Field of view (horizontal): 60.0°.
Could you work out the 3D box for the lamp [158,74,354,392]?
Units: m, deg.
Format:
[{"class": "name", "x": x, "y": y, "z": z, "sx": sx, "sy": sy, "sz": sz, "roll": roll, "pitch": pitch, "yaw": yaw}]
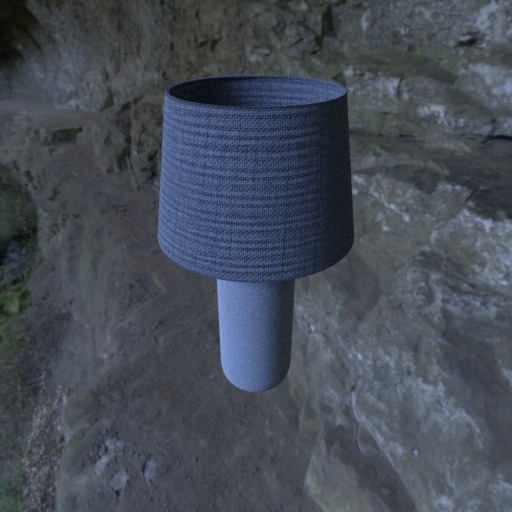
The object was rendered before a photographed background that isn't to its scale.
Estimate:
[{"class": "lamp", "x": 0.000, "y": 0.000, "z": 0.597, "sx": 0.251, "sy": 0.429, "sz": 0.251, "roll": 0, "pitch": 30, "yaw": 0}]
